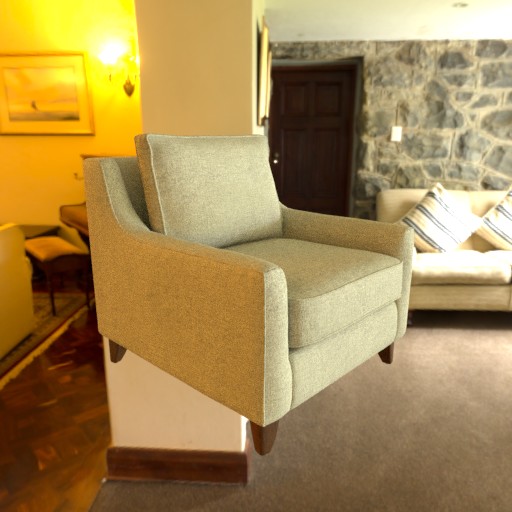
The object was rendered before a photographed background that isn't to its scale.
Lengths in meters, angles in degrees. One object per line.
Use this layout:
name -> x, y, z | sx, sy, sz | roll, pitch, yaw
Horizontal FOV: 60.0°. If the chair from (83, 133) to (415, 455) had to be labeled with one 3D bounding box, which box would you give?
chair -> 0.000, 0.000, 1.615 | 0.918, 0.864, 0.838 | 14, 20, 42
